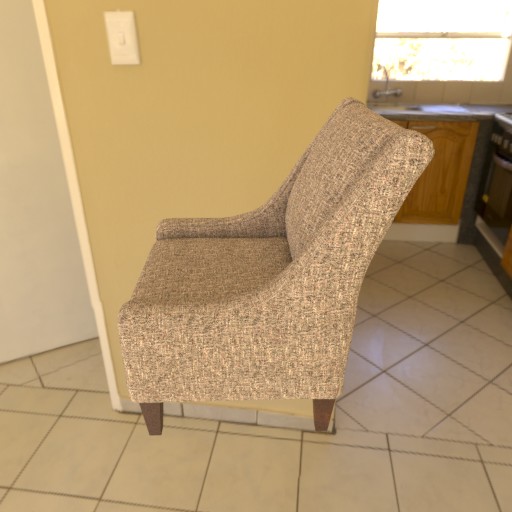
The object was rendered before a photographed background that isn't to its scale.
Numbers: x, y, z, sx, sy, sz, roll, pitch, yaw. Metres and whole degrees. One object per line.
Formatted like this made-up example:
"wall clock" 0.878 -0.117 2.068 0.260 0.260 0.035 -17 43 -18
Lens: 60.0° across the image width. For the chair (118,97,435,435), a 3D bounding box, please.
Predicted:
"chair" 0.000 0.000 1.616 0.870 1.014 0.774 -1 26 -2
